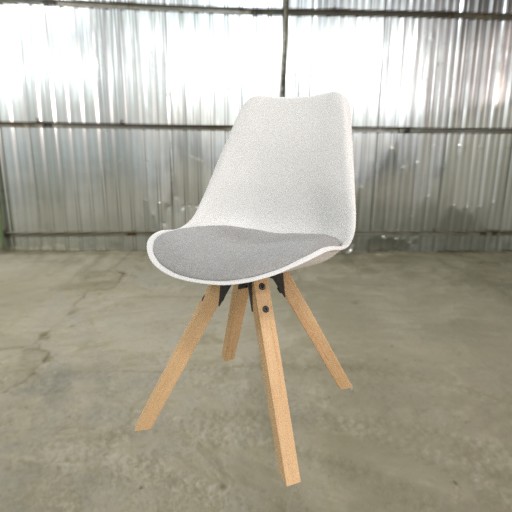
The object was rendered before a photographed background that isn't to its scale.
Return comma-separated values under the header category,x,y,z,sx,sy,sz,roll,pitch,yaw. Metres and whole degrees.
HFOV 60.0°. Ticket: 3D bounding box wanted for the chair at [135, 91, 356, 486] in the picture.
category,x,y,z,sx,sy,sz,roll,pitch,yaw
chair,0.000,0.000,1.154,0.485,0.850,0.550,7,15,26
